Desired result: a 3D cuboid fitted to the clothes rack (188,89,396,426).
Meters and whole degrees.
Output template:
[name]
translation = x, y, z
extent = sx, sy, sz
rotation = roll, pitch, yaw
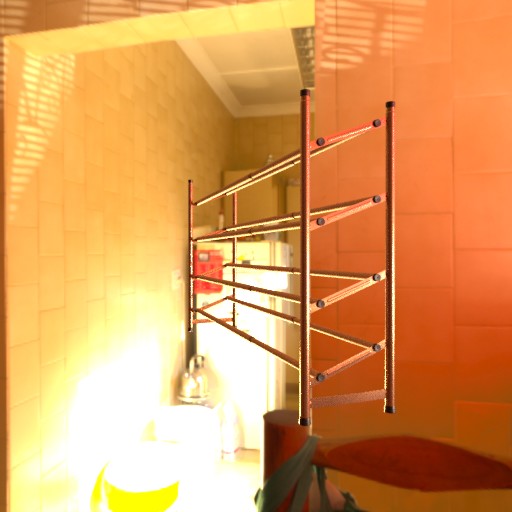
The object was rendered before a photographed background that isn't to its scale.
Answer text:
[clothes rack]
translation = 0.000, 0.000, 1.464
extent = 0.229, 0.672, 1.168
rotation = 0, 0, -20
